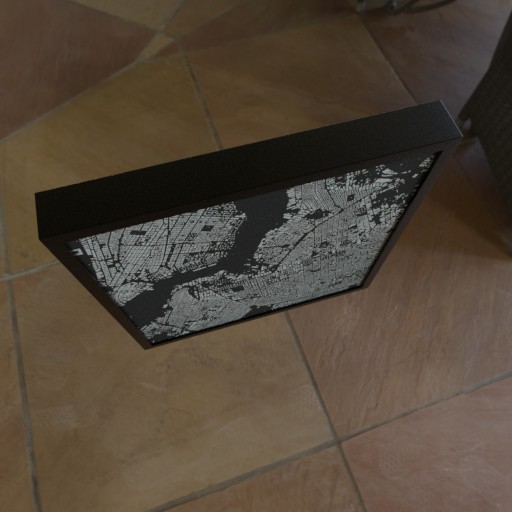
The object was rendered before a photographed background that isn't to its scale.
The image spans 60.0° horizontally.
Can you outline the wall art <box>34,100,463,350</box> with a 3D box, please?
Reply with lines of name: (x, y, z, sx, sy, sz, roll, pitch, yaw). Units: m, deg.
wall art: (0.000, 0.000, 0.443, 0.299, 0.299, 0.037, -15, 66, -7)
